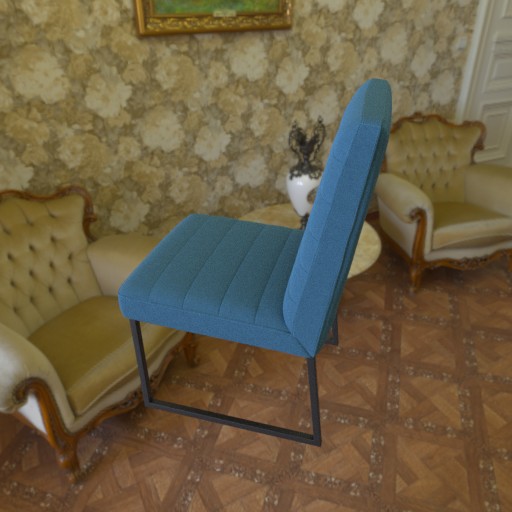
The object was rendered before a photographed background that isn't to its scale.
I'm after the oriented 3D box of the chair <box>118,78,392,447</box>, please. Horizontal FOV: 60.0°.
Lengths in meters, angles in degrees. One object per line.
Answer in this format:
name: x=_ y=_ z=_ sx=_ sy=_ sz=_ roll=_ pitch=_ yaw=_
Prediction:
chair: x=0.000 y=0.000 z=1.285 sx=0.634 sy=0.930 sz=0.520 roll=8 pitch=31 yaw=13
